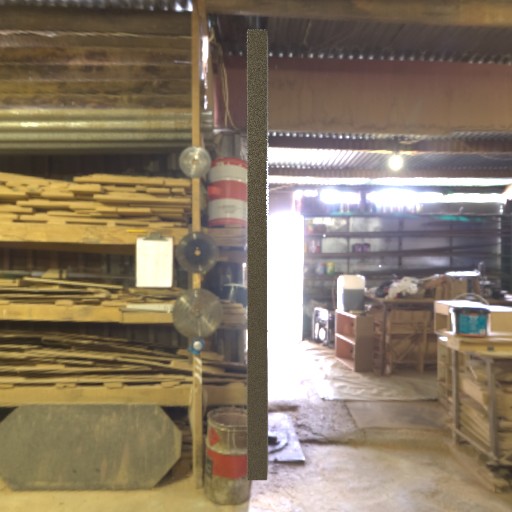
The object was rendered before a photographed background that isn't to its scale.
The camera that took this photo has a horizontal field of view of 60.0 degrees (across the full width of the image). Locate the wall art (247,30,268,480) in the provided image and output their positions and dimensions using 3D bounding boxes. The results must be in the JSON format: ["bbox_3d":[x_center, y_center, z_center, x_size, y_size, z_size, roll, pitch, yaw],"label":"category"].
[{"bbox_3d":[0.000,0.000,1.198,0.038,0.807,0.809,0,0,0],"label":"wall art"}]
